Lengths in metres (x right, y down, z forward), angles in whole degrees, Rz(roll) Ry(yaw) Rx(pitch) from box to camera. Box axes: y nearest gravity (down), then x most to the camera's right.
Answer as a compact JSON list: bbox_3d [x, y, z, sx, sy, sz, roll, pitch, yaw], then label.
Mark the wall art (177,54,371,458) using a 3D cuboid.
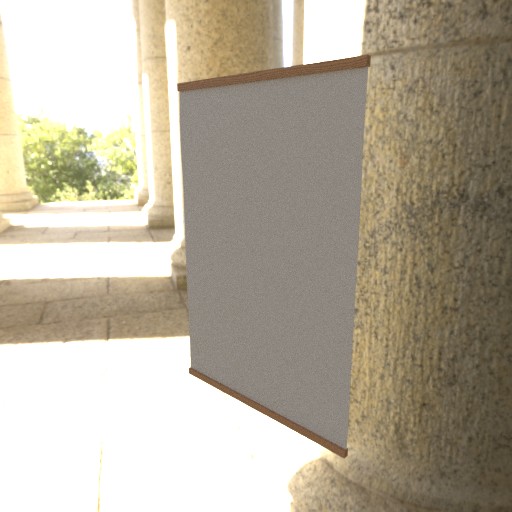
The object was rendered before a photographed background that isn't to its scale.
[{"bbox_3d":[0.000,0.000,1.964,1.011,1.521,0.025,13,19,42],"label":"wall art"}]
